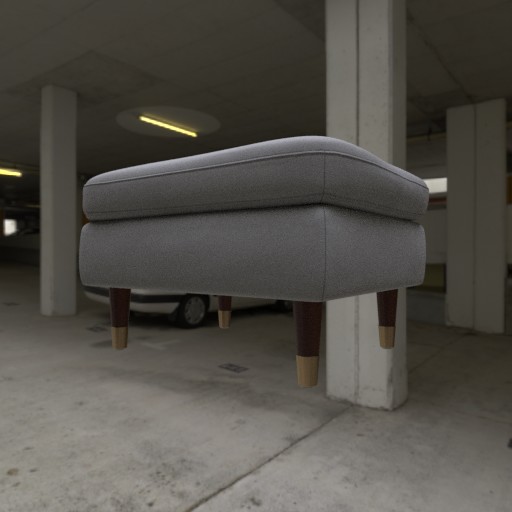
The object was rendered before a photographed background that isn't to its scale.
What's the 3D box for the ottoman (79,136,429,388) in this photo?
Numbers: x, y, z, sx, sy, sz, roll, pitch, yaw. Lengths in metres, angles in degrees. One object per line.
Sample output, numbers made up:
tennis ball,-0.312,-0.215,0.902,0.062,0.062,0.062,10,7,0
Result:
ottoman,0.000,0.000,1.133,0.747,0.478,0.593,0,0,36
